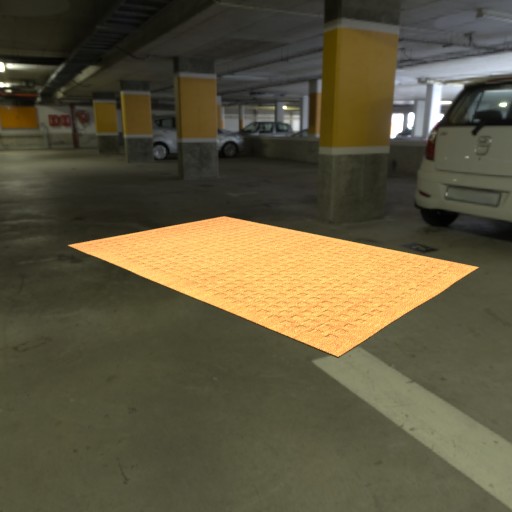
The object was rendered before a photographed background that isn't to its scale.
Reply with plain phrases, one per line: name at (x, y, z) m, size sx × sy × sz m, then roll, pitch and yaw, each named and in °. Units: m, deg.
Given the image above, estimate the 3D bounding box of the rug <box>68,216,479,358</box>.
rug at (0.000, 0.000, 2.214) m, size 1.747 × 0.006 × 1.143 m, roll 15°, pitch 22°, yaw 42°
